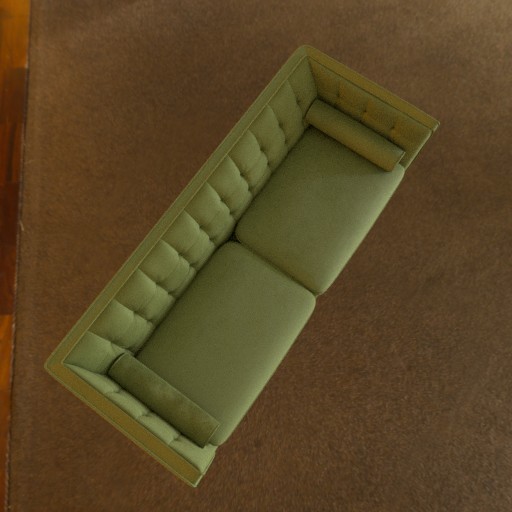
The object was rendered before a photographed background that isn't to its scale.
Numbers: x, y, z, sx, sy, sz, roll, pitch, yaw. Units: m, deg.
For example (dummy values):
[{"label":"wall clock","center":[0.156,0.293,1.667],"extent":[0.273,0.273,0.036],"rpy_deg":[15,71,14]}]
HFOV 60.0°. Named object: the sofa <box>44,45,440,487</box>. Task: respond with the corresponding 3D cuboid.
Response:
[{"label":"sofa","center":[0.000,0.000,2.444],"extent":[0.867,0.789,2.087],"rpy_deg":[34,78,8]}]
